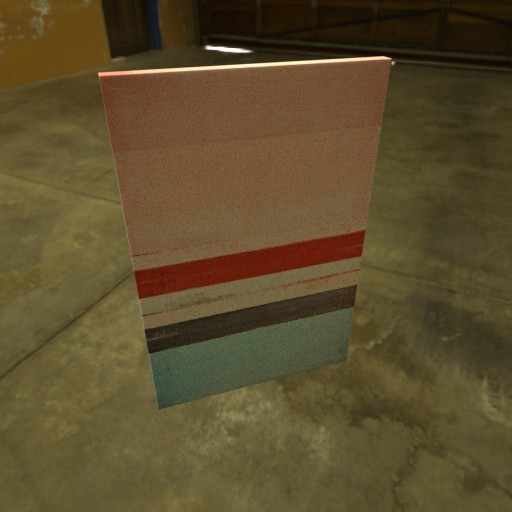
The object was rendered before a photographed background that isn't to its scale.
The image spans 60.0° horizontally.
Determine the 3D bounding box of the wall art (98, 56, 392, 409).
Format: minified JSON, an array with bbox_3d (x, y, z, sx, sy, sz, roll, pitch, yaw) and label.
[{"bbox_3d":[0.000,0.000,1.141,0.610,0.914,0.038,-10,34,-16],"label":"wall art"}]
